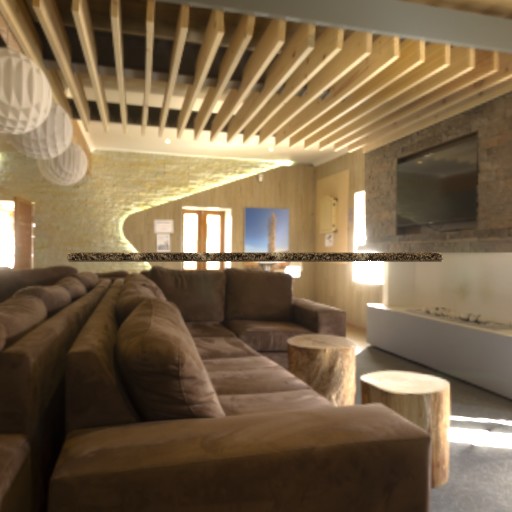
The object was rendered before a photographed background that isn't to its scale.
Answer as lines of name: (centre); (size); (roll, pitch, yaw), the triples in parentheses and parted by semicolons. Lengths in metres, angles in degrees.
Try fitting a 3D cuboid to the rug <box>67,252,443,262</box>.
rug: (0.000, 0.000, 2.311); (1.219, 0.030, 1.778); (0, 0, 0)
